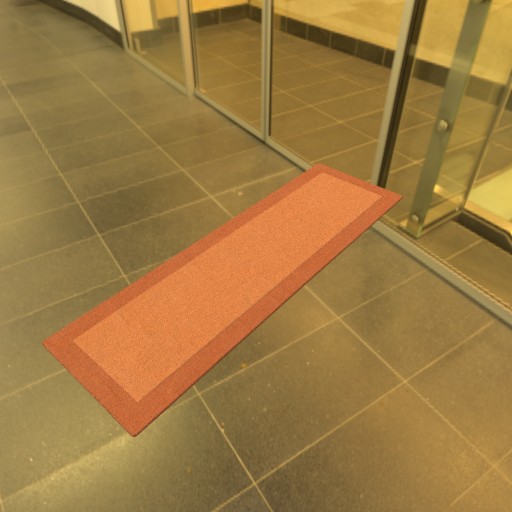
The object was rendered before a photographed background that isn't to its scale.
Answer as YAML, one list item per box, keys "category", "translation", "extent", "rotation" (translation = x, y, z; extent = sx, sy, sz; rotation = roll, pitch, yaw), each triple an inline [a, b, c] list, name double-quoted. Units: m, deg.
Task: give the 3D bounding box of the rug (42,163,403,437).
- category: "rug"
  translation: [0.000, 0.000, 2.731]
  extent: [0.914, 0.013, 2.471]
  rotation: [26, 47, 27]
